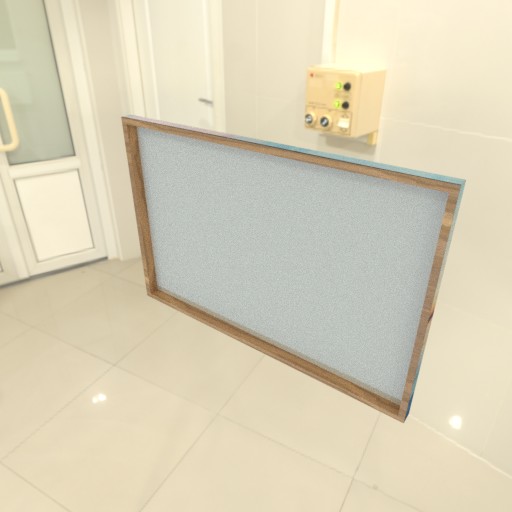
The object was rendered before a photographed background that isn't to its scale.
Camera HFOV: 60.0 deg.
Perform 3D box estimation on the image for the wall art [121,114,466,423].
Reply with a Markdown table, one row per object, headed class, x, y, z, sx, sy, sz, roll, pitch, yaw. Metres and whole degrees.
| class | x | y | z | sx | sy | sz | roll | pitch | yaw |
| --- | --- | --- | --- | --- | --- | --- | --- | --- | --- |
| wall art | 0.000 | 0.000 | 1.166 | 0.911 | 0.605 | 0.037 | 20 | 35 | 31 |
